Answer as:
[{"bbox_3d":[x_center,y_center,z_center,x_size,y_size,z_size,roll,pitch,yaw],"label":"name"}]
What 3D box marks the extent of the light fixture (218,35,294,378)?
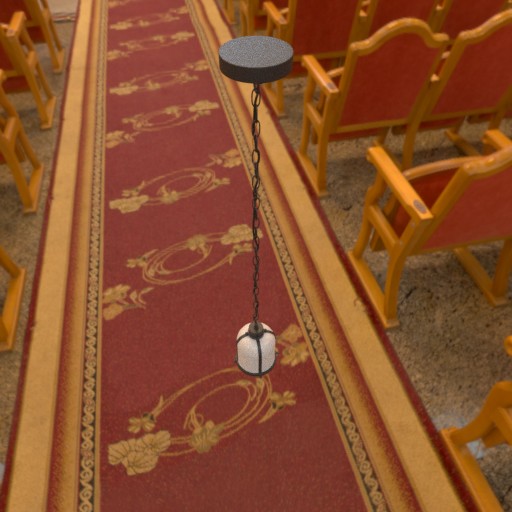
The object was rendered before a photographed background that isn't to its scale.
[{"bbox_3d":[0.000,0.000,1.294,0.178,1.181,0.178,-9,48,-8],"label":"light fixture"}]
